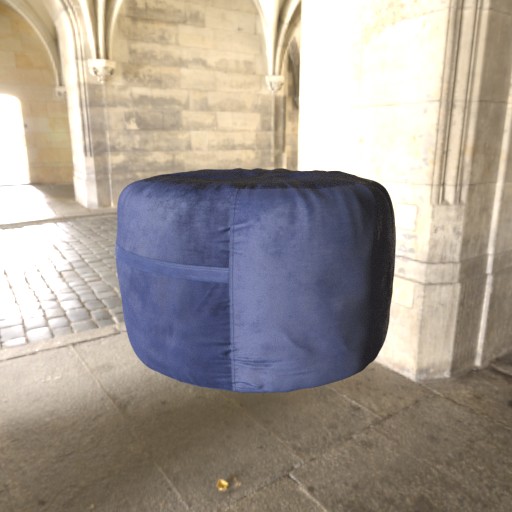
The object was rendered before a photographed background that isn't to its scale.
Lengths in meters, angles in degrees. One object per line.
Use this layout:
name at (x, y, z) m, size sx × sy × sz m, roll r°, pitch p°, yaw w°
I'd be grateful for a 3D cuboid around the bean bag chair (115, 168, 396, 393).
bean bag chair at (0.000, 0.000, 2.035) m, size 1.219 × 0.762 × 1.219 m, roll 0°, pitch 15°, yaw 0°
